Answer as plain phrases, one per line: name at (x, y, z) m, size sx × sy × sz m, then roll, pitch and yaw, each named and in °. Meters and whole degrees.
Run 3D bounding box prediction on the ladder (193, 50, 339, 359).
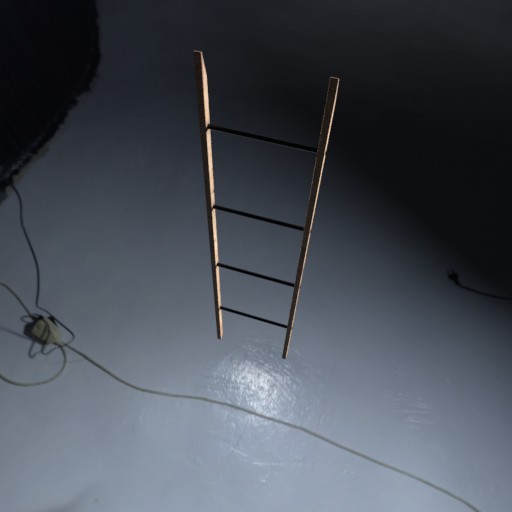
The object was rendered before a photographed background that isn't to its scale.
ladder at (0.000, 0.000, 1.993) m, size 0.442 × 1.805 × 0.200 m, roll 15°, pitch 59°, yaw 9°
